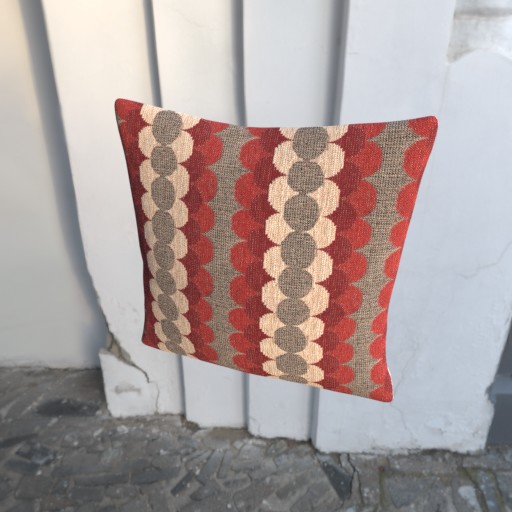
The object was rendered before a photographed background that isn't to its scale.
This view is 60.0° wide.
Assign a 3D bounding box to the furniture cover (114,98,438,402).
[{"bbox_3d":[0.000,0.000,0.643,0.435,0.420,0.145,9,27,18],"label":"furniture cover"}]
